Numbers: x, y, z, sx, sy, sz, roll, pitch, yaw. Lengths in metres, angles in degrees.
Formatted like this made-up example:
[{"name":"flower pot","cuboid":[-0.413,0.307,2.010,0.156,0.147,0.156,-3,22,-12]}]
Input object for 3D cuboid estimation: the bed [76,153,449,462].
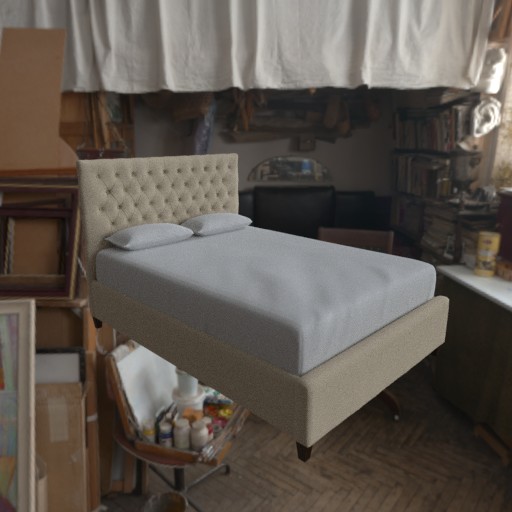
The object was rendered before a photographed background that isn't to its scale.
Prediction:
[{"name":"bed","cuboid":[0.000,0.000,3.429,2.387,1.427,1.698,15,22,43]}]
